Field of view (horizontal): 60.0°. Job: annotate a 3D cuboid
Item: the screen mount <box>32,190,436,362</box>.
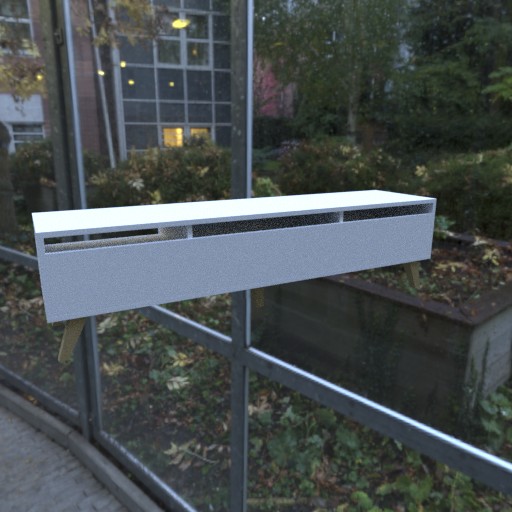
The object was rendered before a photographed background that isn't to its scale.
[{"bbox_3d":[0.000,0.000,1.875,1.644,0.432,0.399,-8,17,-27],"label":"screen mount"}]
